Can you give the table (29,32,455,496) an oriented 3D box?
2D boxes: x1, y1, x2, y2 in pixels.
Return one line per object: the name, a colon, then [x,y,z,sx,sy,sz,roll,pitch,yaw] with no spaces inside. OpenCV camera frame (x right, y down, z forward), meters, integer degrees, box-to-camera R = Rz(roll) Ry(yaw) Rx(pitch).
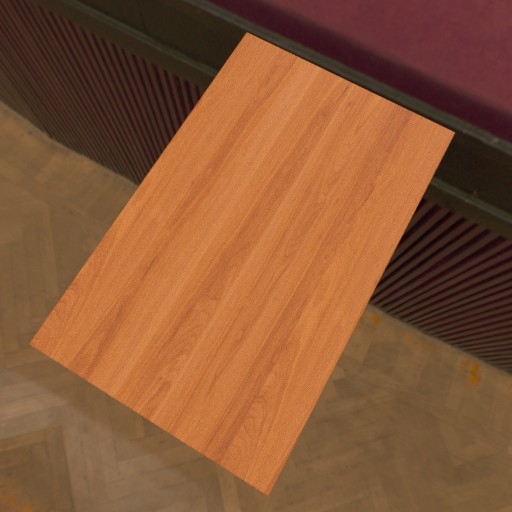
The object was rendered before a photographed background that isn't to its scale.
table: [0.000,0.000,1.451,0.700,0.510,1.100,29,77,8]
